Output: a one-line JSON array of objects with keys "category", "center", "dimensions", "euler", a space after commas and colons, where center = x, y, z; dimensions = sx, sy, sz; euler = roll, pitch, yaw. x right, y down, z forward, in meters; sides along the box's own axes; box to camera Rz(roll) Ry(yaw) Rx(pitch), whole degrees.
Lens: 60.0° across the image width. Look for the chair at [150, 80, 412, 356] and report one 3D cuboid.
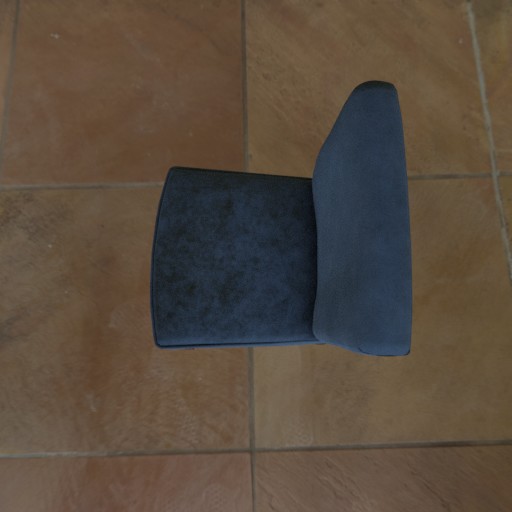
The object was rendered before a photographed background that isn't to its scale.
[{"category": "chair", "center": [0.000, 0.000, 1.178], "dimensions": [0.551, 0.806, 0.521], "euler": [2, 76, 0]}]
